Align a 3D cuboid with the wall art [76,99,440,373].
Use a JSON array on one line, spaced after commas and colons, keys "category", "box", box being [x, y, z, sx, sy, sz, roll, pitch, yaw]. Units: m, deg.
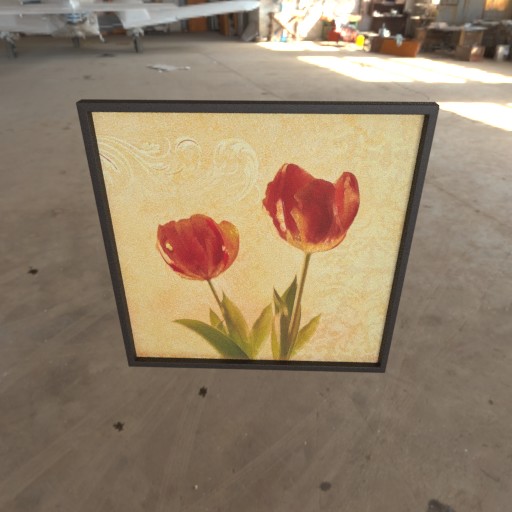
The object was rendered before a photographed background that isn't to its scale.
[{"category": "wall art", "box": [0.000, 0.000, 1.202, 0.805, 0.807, 0.043, 1, 31, 2]}]
